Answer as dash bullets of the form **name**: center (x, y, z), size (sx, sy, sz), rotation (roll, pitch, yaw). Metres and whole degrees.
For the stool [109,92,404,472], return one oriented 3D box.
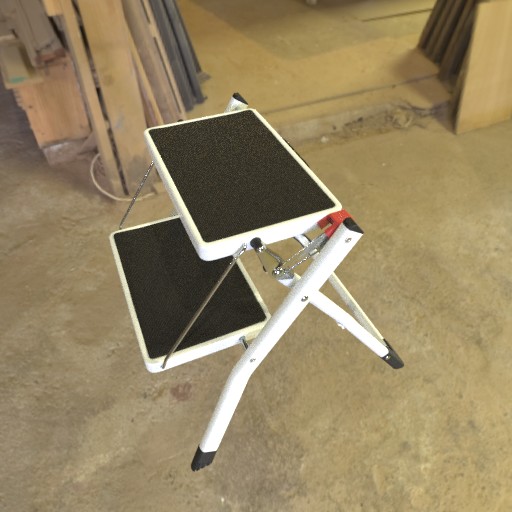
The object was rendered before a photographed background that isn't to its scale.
- **stool**: center (0.000, 0.000, 0.831), size (0.490, 0.445, 0.485), rotation (-17, 47, -16)
